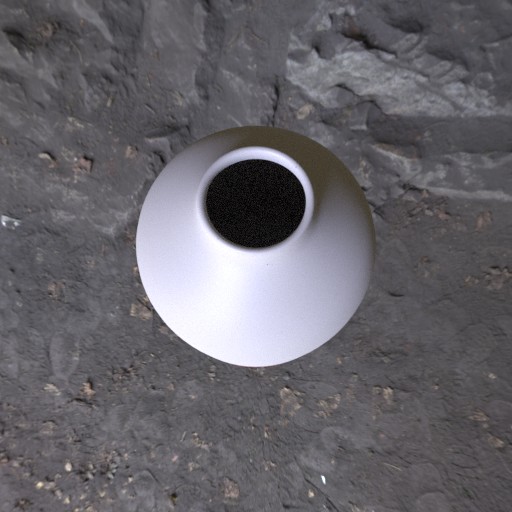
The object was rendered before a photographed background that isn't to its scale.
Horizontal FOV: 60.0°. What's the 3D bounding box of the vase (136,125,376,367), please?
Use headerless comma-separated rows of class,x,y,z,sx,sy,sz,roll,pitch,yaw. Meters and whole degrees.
vase,0.000,0.000,0.351,0.169,0.237,0.169,0,75,0
